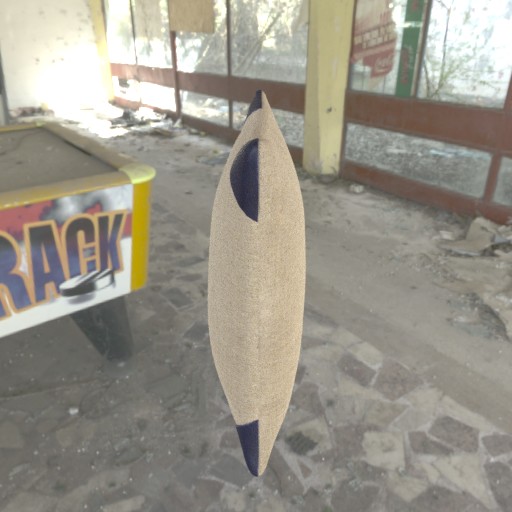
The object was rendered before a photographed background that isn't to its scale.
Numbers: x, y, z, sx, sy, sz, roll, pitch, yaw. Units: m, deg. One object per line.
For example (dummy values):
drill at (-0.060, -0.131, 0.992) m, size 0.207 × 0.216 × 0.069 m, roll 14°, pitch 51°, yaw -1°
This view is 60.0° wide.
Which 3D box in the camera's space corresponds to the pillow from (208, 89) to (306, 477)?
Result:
pillow at (0.000, 0.000, 0.685) m, size 0.147 × 0.441 × 0.440 m, roll 0°, pitch 26°, yaw 0°
